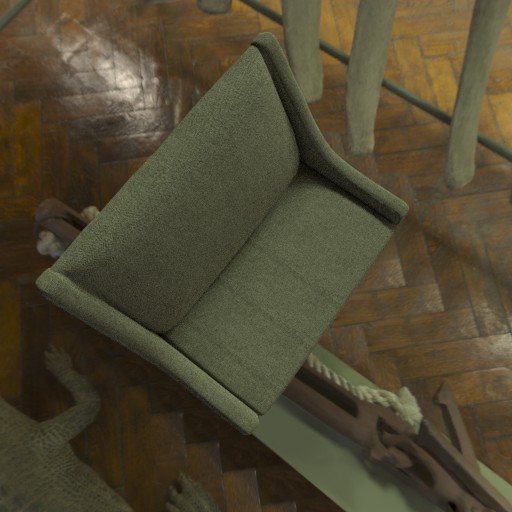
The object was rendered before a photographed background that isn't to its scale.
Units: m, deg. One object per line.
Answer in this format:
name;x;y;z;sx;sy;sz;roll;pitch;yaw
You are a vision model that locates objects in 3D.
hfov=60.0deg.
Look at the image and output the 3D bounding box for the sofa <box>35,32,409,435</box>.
sofa;0.000;0.000;1.921;0.870;1.021;1.242;36;78;9
